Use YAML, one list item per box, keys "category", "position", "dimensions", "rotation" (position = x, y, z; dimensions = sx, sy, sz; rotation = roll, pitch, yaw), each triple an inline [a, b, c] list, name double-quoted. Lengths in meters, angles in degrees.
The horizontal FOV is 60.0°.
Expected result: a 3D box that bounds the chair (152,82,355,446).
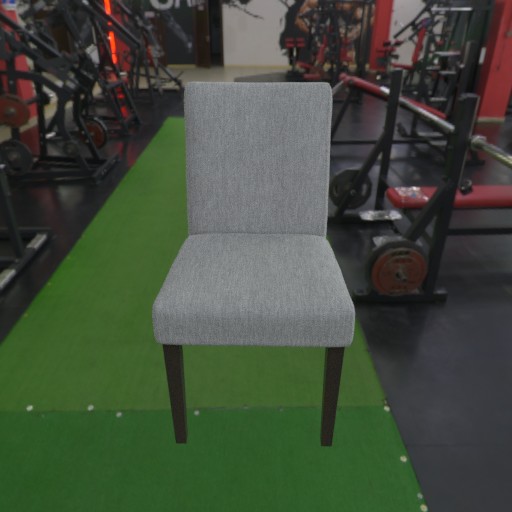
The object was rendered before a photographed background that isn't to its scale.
- category: "chair"
  position: [0.000, 0.000, 1.294]
  dimensions: [0.487, 0.884, 0.629]
  rotation: [1, 29, 1]
